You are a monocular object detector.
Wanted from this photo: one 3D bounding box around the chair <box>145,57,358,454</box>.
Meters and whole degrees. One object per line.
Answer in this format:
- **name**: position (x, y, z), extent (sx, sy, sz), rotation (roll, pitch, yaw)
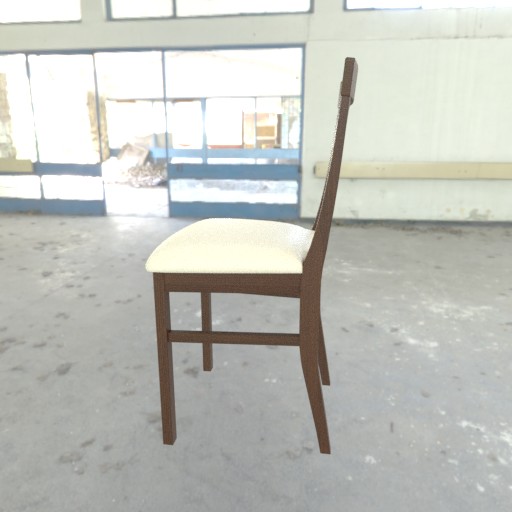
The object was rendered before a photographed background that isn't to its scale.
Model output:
- **chair**: position (0.000, 0.000, 1.185), extent (0.480, 0.913, 0.440), rotation (2, 15, 9)
